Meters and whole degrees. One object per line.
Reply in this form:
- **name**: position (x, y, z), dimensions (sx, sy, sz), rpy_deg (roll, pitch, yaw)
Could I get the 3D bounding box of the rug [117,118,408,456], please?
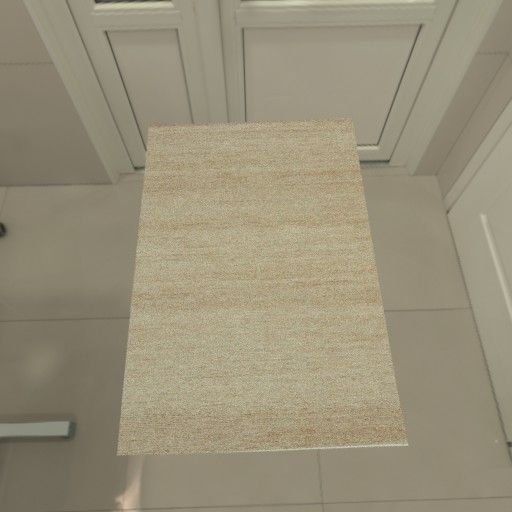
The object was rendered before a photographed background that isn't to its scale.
- **rug**: position (0.000, 0.000, 2.897), dimensions (1.574, 0.029, 2.346), rpy_deg (-2, 64, -1)
